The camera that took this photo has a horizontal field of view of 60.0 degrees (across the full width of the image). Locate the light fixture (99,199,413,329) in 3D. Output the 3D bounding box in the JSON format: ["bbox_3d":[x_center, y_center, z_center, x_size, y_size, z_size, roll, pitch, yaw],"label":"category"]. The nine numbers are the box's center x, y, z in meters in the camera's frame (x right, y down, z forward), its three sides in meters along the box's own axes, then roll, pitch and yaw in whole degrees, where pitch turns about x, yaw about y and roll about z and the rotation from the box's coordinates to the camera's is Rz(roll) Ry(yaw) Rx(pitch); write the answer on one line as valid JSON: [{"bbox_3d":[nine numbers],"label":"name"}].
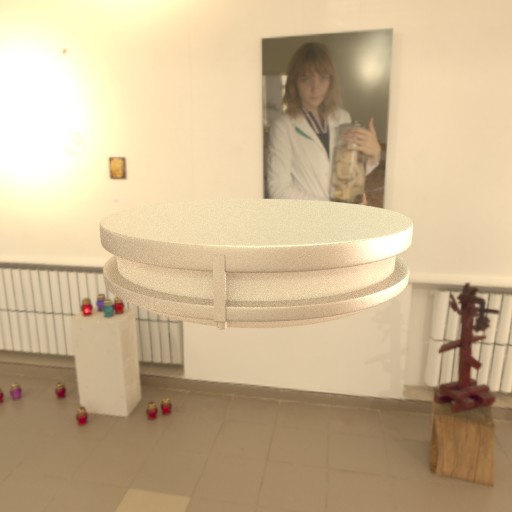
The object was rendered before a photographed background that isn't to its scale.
[{"bbox_3d":[0.000,0.000,0.540,0.356,0.102,0.356,0,14,0],"label":"light fixture"}]
